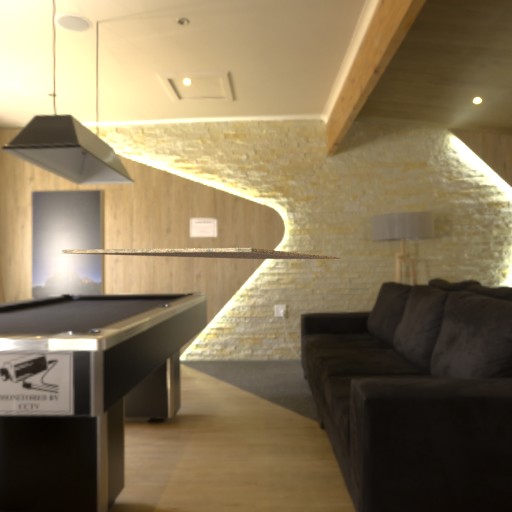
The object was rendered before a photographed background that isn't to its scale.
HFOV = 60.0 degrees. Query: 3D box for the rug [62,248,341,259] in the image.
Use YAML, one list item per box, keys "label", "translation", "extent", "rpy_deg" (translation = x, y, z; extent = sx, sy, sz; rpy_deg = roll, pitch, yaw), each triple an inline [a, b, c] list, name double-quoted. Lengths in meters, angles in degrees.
- label: "rug"
  translation: [0.000, 0.000, 2.514]
  extent: [0.700, 0.014, 2.290]
  rpy_deg: [0, -1, 17]
